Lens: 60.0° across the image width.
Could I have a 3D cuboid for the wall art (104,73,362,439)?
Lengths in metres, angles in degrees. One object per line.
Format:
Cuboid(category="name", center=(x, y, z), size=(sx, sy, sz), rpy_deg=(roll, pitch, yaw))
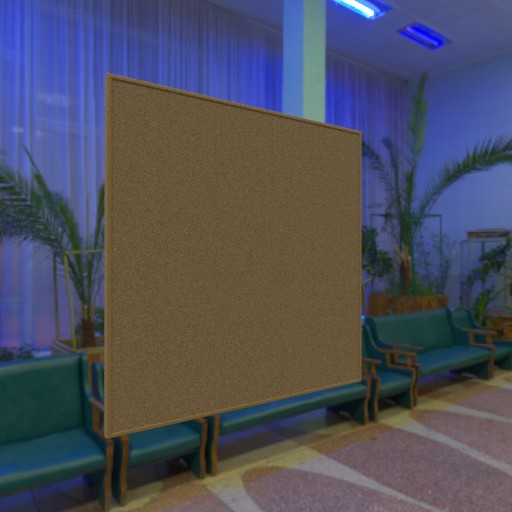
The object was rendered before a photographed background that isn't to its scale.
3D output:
Cuboid(category="wall art", center=(0.000, 0.000, 0.685), size=(0.457, 0.455, 0.013), rpy_deg=(0, 0, -34))
